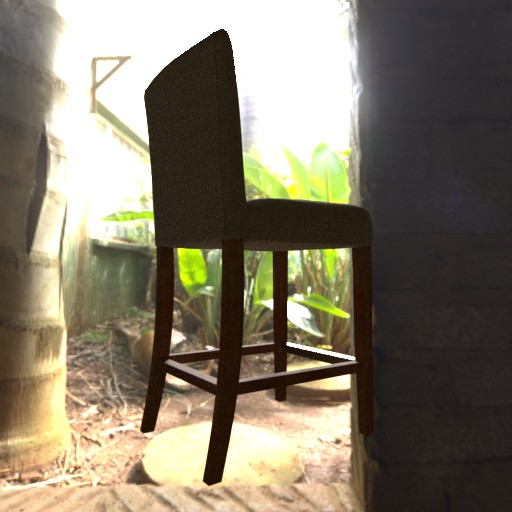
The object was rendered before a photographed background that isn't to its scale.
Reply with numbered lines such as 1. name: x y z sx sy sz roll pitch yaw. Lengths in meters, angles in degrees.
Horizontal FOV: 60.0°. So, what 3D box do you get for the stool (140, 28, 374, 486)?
1. stool: 0.000 0.000 1.321 0.567 1.039 0.454 1 -2 -36
